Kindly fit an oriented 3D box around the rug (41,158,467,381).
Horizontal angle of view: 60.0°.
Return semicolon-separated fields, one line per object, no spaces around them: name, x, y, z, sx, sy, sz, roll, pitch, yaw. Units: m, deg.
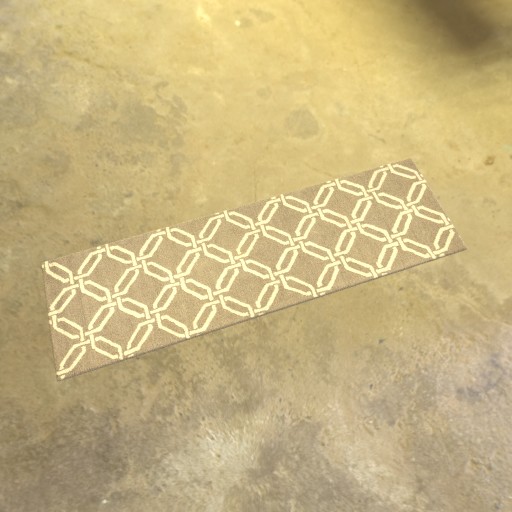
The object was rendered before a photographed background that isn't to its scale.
rug;0.000;0.000;2.464;2.276;0.014;0.678;-17;65;-8
